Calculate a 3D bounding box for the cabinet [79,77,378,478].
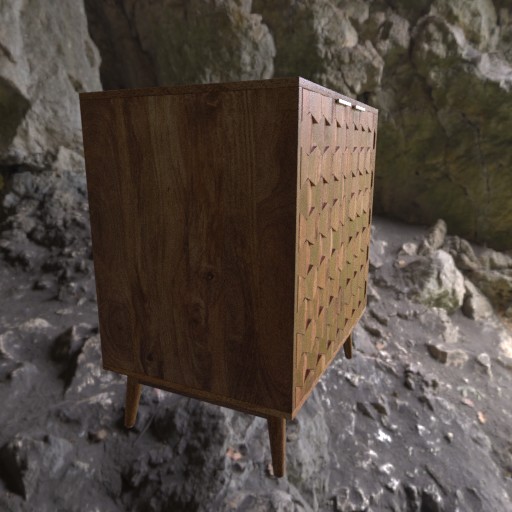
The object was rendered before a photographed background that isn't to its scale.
[{"bbox_3d":[0.000,0.000,1.153,0.473,0.758,0.647,6,15,25],"label":"cabinet"}]
